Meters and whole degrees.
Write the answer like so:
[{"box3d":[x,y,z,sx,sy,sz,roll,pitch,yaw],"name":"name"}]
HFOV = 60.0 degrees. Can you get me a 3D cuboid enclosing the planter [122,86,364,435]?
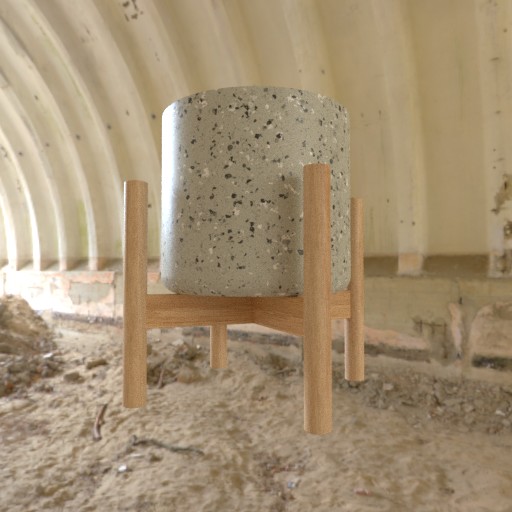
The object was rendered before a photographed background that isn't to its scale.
[{"box3d":[0.000,0.000,0.531,0.284,0.320,0.284,0,-2,-1],"name":"planter"}]
